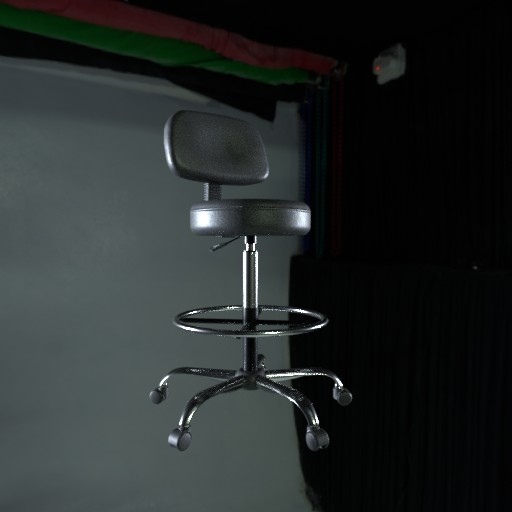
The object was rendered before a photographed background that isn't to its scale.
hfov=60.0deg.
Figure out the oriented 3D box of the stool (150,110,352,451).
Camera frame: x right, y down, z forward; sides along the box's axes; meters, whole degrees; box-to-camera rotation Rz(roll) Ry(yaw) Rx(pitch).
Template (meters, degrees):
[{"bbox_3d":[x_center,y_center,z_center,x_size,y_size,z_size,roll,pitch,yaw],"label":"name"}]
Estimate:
[{"bbox_3d":[0.000,0.000,1.476,0.694,1.069,0.658,-1,2,-35],"label":"stool"}]
